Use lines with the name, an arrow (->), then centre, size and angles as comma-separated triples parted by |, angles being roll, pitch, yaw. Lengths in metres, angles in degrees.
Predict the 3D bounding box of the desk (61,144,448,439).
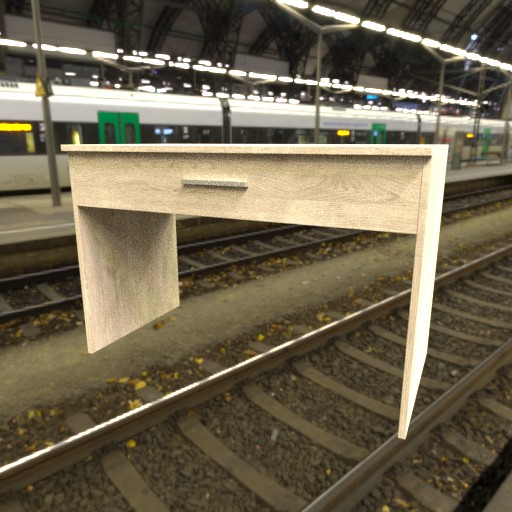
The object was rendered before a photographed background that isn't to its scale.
desk -> 0.000, 0.000, 1.501 | 1.100, 0.730, 0.560 | 7, 16, 25
